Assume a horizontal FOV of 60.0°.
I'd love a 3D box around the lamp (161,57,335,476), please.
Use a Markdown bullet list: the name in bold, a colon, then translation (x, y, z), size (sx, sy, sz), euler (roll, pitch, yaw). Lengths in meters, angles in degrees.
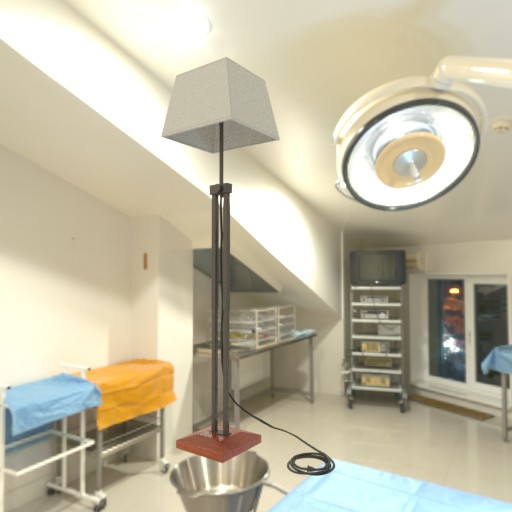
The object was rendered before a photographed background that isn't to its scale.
- **lamp**: translation (0.000, 0.000, 1.987), size (0.745, 1.712, 0.472), euler (-2, -3, 36)
